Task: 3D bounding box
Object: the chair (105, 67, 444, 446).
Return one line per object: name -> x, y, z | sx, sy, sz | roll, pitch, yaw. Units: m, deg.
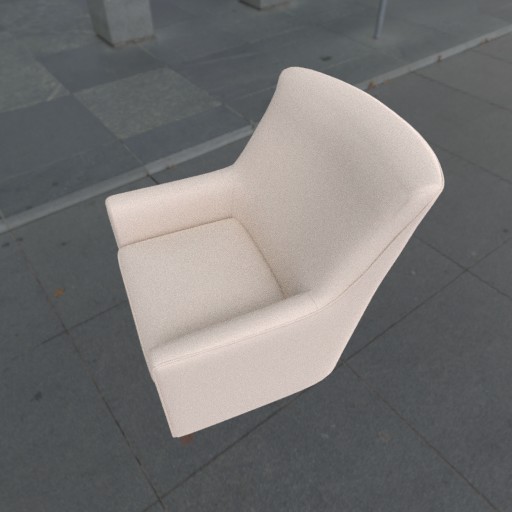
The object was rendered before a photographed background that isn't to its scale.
chair -> 0.000, 0.000, 1.498 | 0.879, 0.916, 0.756 | -16, 48, -15
